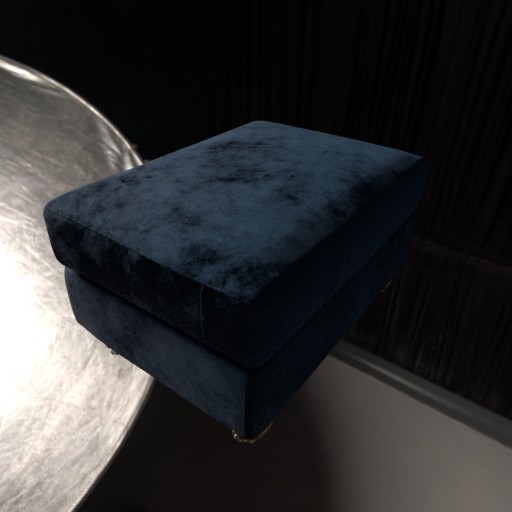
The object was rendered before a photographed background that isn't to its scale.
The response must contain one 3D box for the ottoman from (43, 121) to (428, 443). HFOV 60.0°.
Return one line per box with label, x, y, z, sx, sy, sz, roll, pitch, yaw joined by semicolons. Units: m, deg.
ottoman;0.000;0.000;1.125;0.572;0.503;0.773;22;39;30
